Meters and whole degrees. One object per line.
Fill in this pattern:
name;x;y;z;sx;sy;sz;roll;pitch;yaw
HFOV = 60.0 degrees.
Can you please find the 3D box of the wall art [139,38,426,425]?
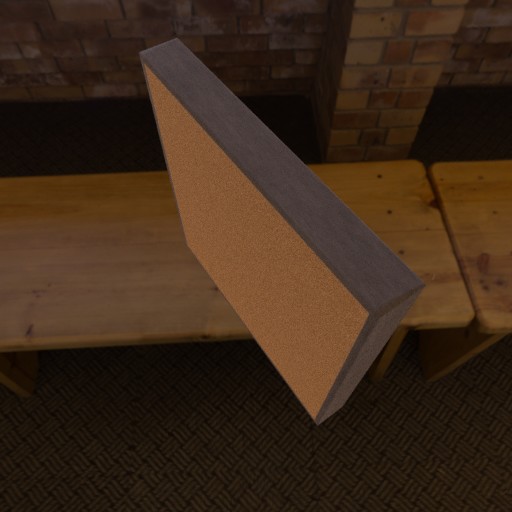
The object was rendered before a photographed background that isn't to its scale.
wall art;0.000;0.000;0.452;0.038;0.302;0.303;-30;63;-17
